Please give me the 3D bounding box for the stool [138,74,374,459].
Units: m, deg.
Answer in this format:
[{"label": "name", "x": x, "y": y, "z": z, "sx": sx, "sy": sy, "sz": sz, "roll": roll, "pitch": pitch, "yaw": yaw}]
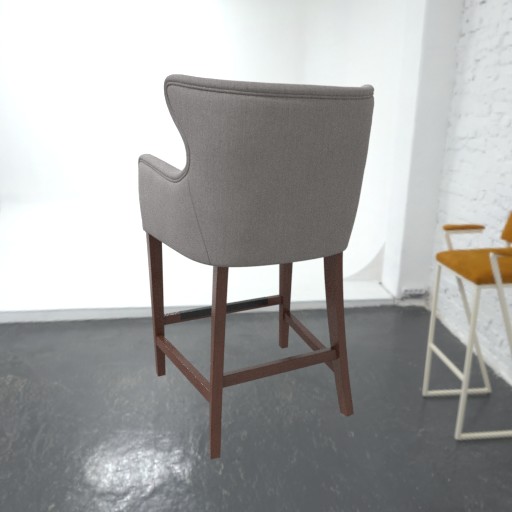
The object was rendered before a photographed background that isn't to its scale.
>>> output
[{"label": "stool", "x": 0.000, "y": 0.000, "z": 1.318, "sx": 0.575, "sy": 0.951, "sz": 0.575, "roll": -7, "pitch": 17, "yaw": -24}]
